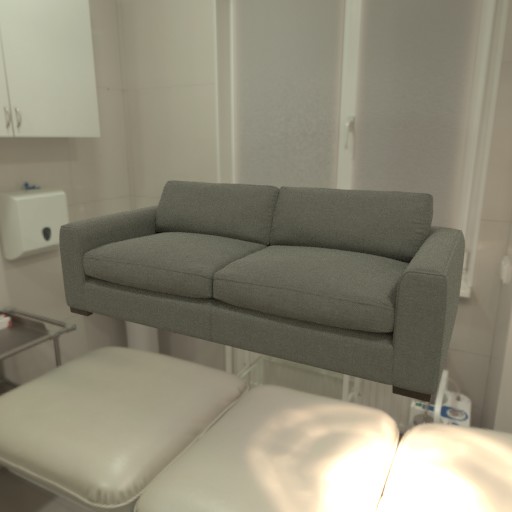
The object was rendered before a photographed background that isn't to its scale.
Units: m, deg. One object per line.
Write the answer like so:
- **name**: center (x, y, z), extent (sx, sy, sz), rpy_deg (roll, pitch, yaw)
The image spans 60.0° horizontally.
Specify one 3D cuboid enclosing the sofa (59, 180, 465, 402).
- **sofa**: center (0.000, 0.000, 2.705), extent (2.262, 0.801, 1.070), rpy_deg (8, 17, 27)
